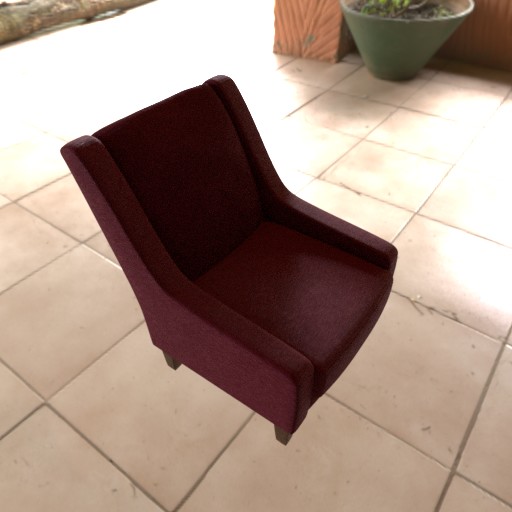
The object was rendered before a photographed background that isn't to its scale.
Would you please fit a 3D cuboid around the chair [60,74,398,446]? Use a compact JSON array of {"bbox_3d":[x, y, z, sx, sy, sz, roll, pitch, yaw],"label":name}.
[{"bbox_3d":[0.000,0.000,1.733,0.985,1.017,0.793,25,47,26],"label":"chair"}]
